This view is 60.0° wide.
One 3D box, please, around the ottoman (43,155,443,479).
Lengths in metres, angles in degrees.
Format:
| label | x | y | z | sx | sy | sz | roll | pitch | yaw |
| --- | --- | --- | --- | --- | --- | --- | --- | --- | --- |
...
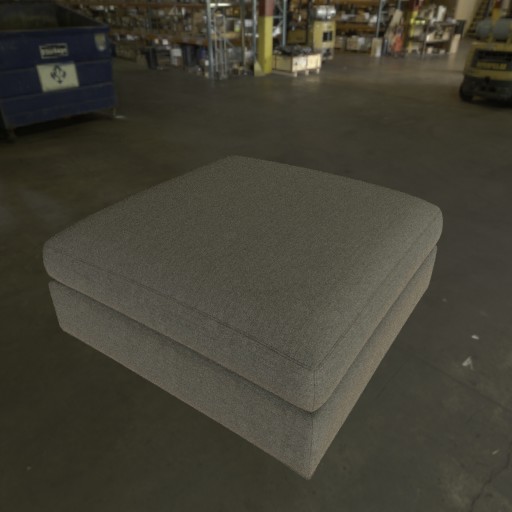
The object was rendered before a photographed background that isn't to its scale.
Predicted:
| label | x | y | z | sx | sy | sz | roll | pitch | yaw |
| --- | --- | --- | --- | --- | --- | --- | --- | --- | --- |
| ottoman | 0.000 | 0.000 | 1.594 | 1.041 | 0.470 | 1.041 | 19 | 35 | 29 |
